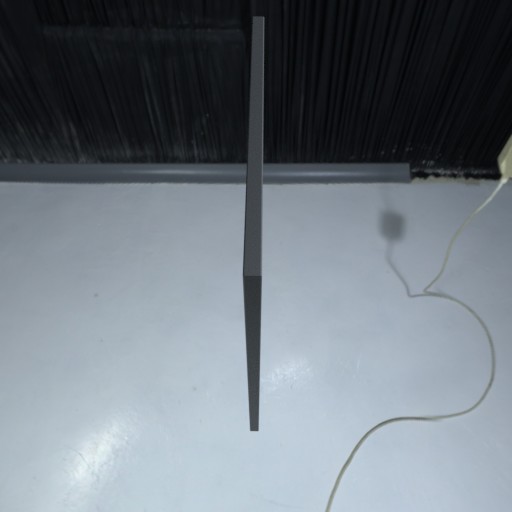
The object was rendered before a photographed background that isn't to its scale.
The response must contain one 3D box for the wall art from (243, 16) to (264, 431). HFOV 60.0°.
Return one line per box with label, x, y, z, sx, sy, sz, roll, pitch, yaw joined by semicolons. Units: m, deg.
wall art;0.000;0.000;1.334;0.030;1.027;0.774;1;56;0
